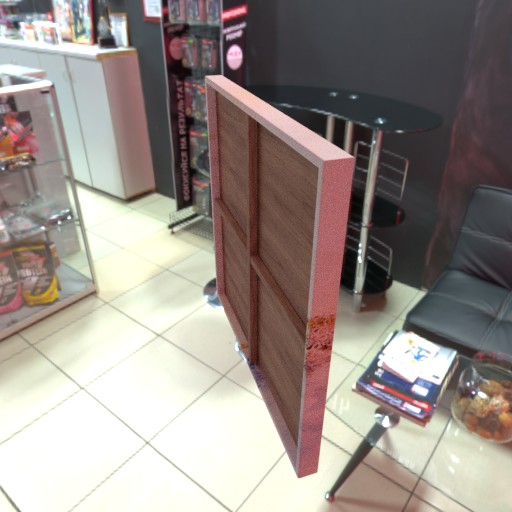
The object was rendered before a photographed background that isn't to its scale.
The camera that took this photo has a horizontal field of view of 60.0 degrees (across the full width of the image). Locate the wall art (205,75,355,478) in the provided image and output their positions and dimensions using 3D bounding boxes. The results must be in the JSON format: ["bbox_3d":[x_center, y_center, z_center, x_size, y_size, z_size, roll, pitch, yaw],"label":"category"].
[{"bbox_3d":[0.000,0.000,1.595,0.071,1.061,1.061,-10,32,-16],"label":"wall art"}]
